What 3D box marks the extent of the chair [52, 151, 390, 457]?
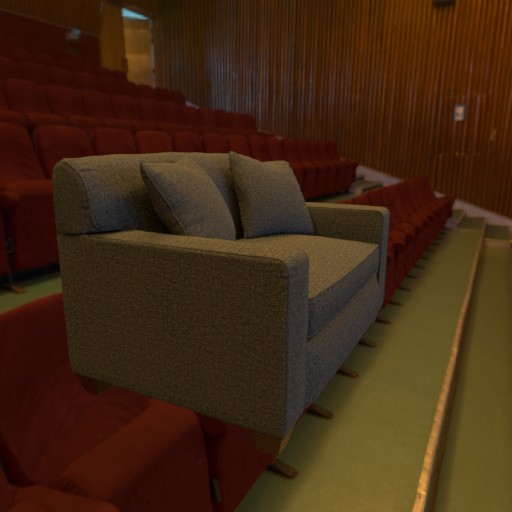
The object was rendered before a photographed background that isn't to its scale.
[{"bbox_3d":[0.000,0.000,2.059,1.000,0.948,1.383,7,15,27],"label":"chair"}]
